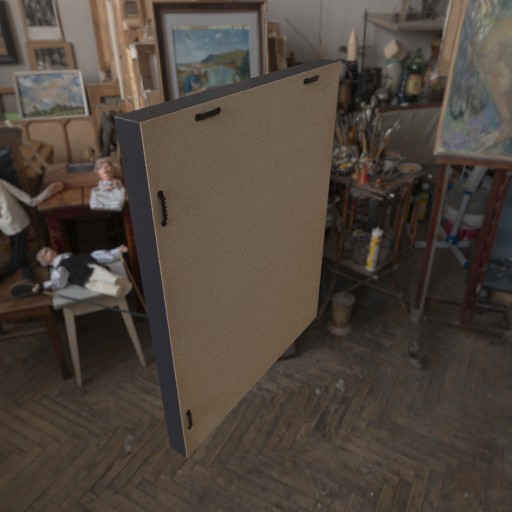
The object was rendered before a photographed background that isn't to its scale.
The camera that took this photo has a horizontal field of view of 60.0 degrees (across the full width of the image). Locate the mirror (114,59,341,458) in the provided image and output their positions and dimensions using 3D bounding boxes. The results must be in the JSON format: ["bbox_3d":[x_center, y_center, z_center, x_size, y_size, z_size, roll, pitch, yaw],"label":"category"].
[{"bbox_3d":[0.000,0.000,0.682,0.041,0.508,0.405,21,38,29],"label":"mirror"}]
